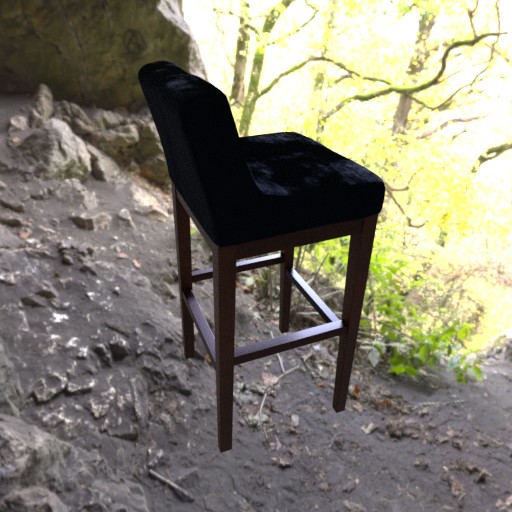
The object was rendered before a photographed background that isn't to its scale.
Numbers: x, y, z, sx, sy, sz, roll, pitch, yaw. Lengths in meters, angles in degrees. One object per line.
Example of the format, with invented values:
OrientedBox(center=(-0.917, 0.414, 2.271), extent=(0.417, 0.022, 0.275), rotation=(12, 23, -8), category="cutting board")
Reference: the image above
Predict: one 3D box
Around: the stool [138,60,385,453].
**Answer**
OrientedBox(center=(0.000, 0.000, 1.312), extent=(0.500, 1.037, 0.511), rotation=(-11, 32, -19), category="stool")
